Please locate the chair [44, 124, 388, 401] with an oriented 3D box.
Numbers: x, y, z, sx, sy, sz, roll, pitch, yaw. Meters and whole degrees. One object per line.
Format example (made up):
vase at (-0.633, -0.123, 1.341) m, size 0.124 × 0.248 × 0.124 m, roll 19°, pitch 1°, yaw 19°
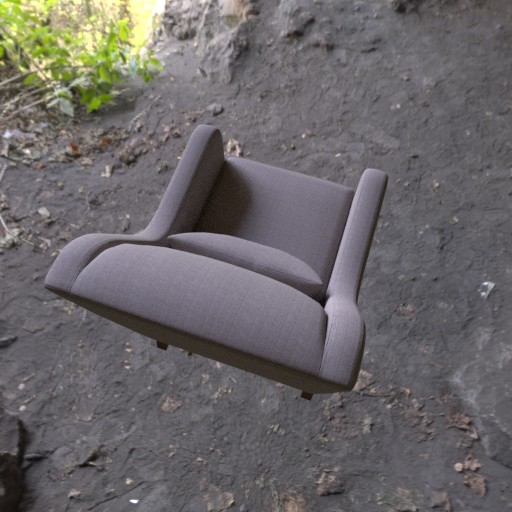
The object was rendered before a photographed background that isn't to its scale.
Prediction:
chair at (0.000, 0.000, 1.530) m, size 0.715 × 1.017 × 0.890 m, roll 17°, pitch 65°, yaw 8°
